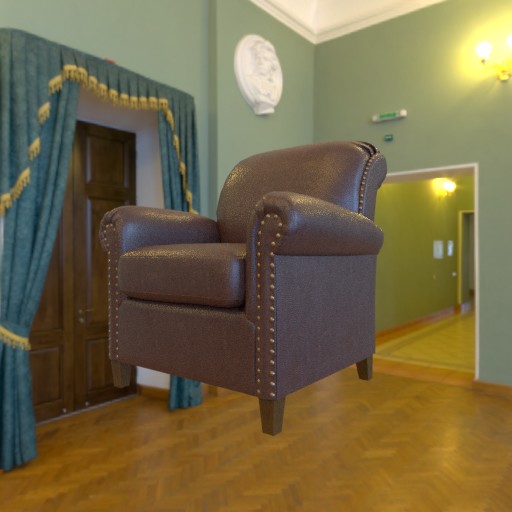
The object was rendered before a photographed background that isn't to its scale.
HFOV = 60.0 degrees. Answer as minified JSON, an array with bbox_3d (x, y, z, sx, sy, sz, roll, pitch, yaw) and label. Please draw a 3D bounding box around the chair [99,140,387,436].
[{"bbox_3d":[0.000,0.000,1.665,0.854,0.927,0.890,1,1,38],"label":"chair"}]
